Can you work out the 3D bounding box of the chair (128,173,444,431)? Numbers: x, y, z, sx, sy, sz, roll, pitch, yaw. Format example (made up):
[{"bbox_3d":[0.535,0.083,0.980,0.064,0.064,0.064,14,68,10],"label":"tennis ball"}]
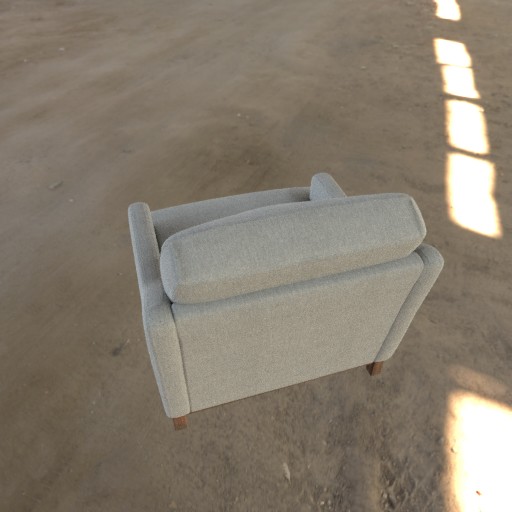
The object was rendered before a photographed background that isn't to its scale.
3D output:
[{"bbox_3d":[0.000,0.000,1.570,0.826,0.821,0.892,-11,41,-13],"label":"chair"}]
